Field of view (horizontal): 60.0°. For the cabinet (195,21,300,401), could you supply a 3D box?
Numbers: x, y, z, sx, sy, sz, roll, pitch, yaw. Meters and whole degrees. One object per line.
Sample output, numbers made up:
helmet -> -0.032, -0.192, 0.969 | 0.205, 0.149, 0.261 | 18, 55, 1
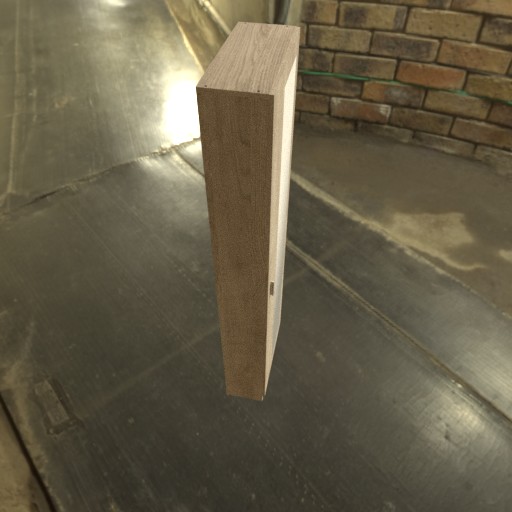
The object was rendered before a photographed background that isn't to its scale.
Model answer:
cabinet -> 0.000, 0.000, 1.998 | 0.230, 1.790, 0.500 | 9, 47, 8
